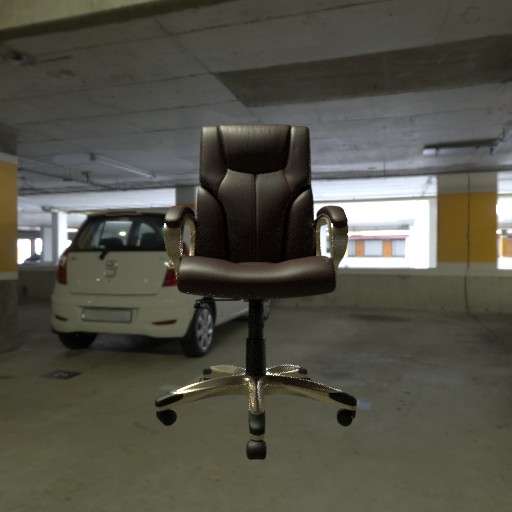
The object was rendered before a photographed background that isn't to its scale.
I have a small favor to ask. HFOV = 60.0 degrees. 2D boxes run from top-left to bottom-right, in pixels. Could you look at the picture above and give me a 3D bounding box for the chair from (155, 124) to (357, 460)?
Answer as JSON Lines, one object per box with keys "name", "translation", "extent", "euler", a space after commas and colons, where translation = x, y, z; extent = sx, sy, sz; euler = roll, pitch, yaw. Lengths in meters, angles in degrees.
{"name": "chair", "translation": [0.000, 0.000, 1.553], "extent": [0.662, 1.107, 0.739], "euler": [0, 0, 0]}
